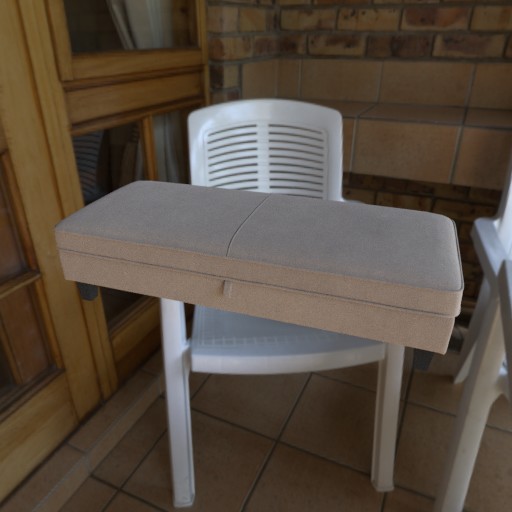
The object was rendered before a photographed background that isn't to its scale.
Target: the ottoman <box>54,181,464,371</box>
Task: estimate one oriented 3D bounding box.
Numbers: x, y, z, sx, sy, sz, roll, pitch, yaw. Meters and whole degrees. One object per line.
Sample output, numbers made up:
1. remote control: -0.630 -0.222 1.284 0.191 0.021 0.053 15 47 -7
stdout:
1. ottoman: 0.000 0.000 2.082 1.726 0.460 0.735 9 29 17
